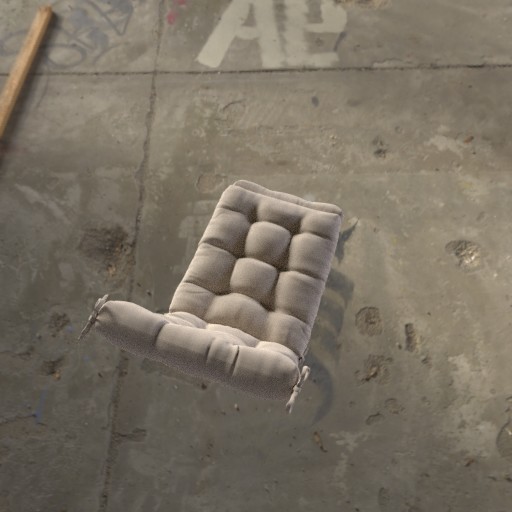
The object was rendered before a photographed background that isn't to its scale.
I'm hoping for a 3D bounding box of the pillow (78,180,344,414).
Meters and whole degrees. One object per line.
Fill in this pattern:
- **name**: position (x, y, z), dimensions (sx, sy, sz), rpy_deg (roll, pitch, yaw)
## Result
- **pillow**: position (0.000, 0.000, 1.507), dimensions (0.526, 0.863, 1.016), rpy_deg (17, 65, 8)
